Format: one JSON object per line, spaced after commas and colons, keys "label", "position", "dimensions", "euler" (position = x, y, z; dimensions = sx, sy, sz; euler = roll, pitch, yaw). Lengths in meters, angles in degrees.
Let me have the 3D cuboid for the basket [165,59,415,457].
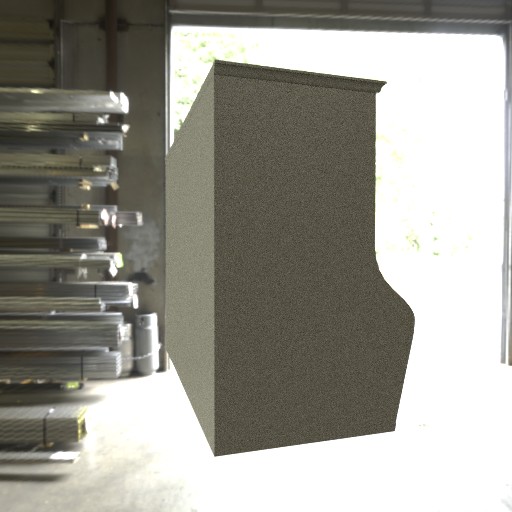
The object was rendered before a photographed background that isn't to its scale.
{"label": "basket", "position": [0.000, 0.000, 1.125], "dimensions": [0.376, 0.625, 0.792], "euler": [0, 1, -17]}
